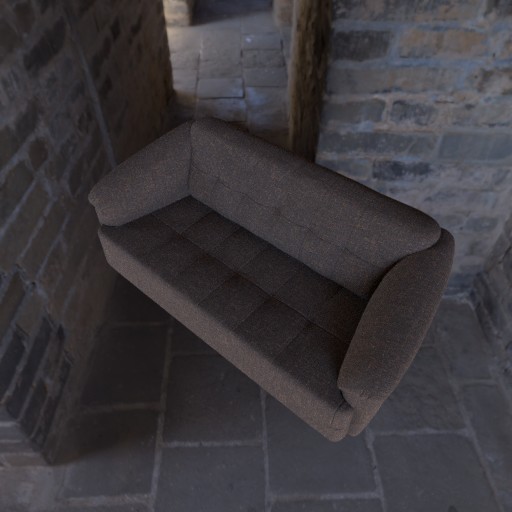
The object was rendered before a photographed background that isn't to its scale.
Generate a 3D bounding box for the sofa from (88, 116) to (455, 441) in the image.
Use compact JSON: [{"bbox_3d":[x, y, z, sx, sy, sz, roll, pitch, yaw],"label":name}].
[{"bbox_3d":[0.000,0.000,2.303,1.849,0.790,0.887,32,54,27],"label":"sofa"}]
